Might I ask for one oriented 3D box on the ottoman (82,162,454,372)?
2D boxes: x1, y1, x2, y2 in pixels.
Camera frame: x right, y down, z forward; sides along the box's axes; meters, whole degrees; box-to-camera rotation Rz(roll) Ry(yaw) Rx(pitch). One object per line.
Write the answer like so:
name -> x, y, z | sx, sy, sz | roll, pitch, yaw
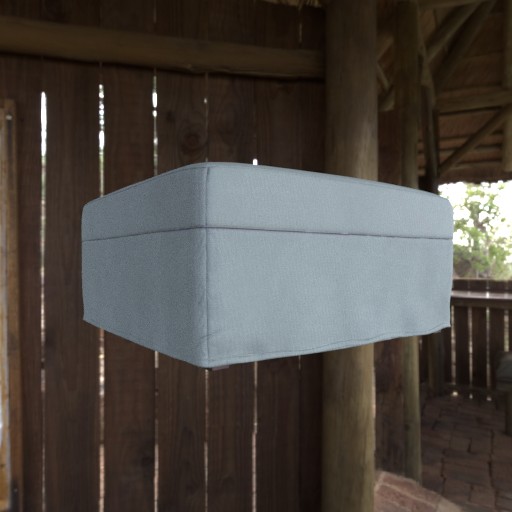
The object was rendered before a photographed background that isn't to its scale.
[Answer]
ottoman -> 0.000, 0.000, 1.356 | 0.842, 0.441, 0.843 | 0, -1, -36
